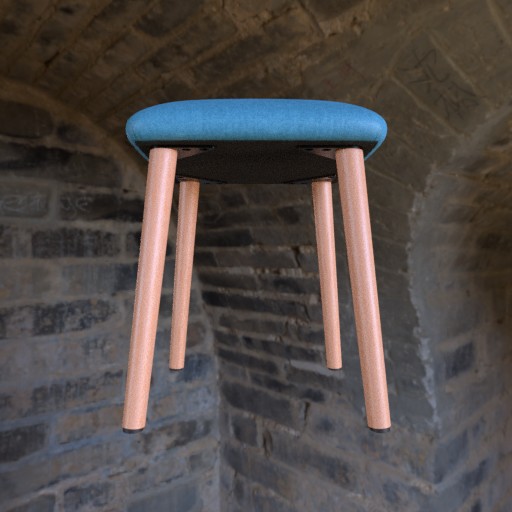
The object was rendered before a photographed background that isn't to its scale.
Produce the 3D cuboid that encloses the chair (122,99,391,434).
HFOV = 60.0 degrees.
[{"bbox_3d":[0.000,0.000,0.731,0.360,0.450,0.360,0,-1,0],"label":"chair"}]
